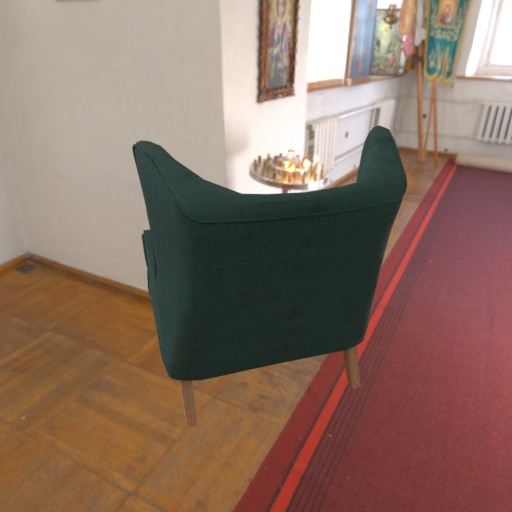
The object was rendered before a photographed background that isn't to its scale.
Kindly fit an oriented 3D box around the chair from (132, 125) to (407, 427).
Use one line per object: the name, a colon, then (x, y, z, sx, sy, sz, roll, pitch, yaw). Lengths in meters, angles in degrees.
chair: (0.000, 0.000, 1.641, 0.793, 0.952, 0.910, -8, 28, -15)
